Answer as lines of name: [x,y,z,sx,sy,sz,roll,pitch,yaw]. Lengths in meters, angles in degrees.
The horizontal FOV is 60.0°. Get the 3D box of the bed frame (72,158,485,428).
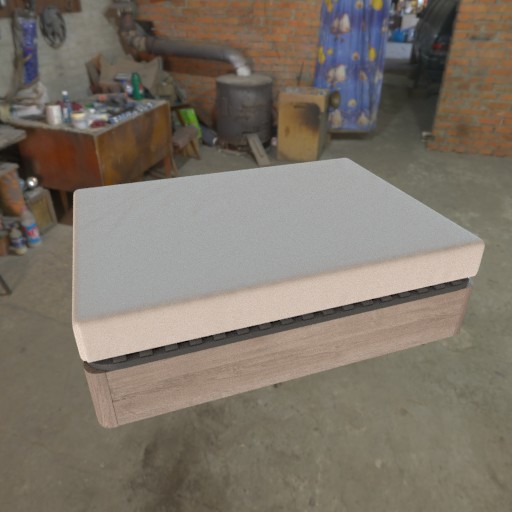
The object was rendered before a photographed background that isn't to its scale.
bed frame: [0.000,0.000,2.548,1.900,0.561,1.400,-10,32,-17]
